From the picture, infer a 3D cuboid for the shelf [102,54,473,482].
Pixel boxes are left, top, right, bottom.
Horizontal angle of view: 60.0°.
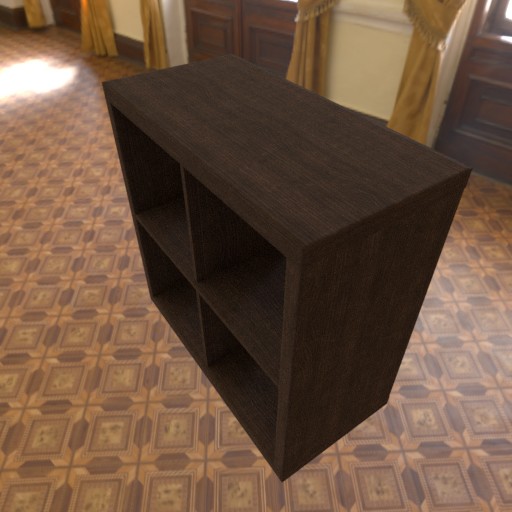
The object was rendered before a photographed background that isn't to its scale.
[{"bbox_3d":[0.000,0.000,1.208,0.390,0.786,0.790,-25,47,-26],"label":"shelf"}]
